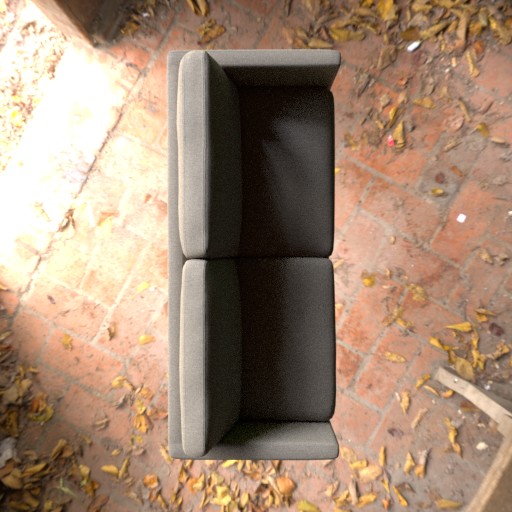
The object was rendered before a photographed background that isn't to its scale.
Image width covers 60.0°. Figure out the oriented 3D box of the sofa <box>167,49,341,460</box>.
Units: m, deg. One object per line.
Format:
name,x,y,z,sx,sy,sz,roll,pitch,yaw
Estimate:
sofa,0.000,0.000,2.629,0.956,0.963,2.208,0,91,1
